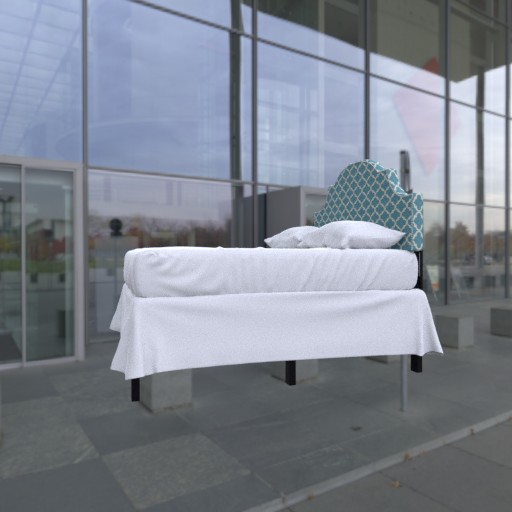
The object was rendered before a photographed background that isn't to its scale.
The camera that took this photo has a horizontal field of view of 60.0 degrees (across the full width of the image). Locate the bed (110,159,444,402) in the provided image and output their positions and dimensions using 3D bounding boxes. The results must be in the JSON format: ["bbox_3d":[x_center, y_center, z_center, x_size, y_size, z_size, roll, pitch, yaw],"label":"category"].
[{"bbox_3d":[0.000,0.000,3.540,2.222,1.633,1.780,0,0,-18],"label":"bed"}]
